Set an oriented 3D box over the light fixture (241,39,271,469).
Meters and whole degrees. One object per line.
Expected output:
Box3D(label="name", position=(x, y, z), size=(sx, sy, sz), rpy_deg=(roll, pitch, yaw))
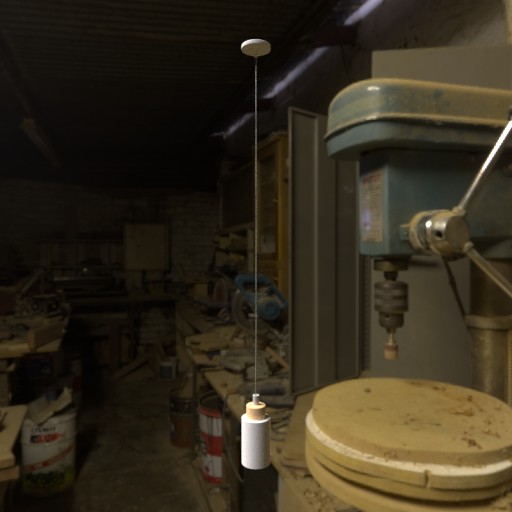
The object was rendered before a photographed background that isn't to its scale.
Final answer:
Box3D(label="light fixture", position=(0.000, 0.000, 1.916), size=(0.125, 1.798, 0.125), rpy_deg=(0, 1, -19))
